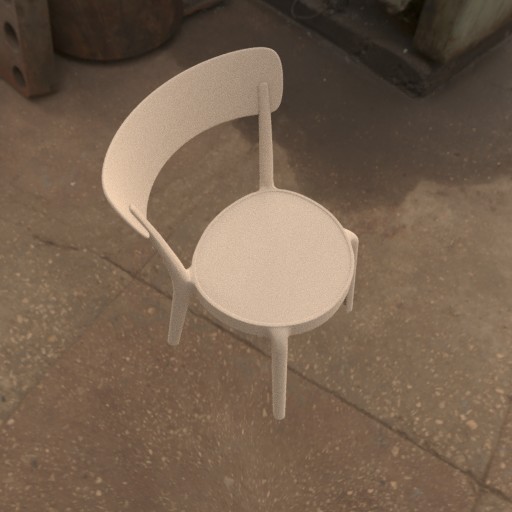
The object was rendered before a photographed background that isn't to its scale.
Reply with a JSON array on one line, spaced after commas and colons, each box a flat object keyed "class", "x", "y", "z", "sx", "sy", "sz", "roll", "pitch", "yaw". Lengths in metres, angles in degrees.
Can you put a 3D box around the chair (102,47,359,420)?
[{"class": "chair", "x": 0.000, "y": 0.000, "z": 1.131, "sx": 0.491, "sy": 0.790, "sz": 0.506, "roll": 30, "pitch": 63, "yaw": 18}]
